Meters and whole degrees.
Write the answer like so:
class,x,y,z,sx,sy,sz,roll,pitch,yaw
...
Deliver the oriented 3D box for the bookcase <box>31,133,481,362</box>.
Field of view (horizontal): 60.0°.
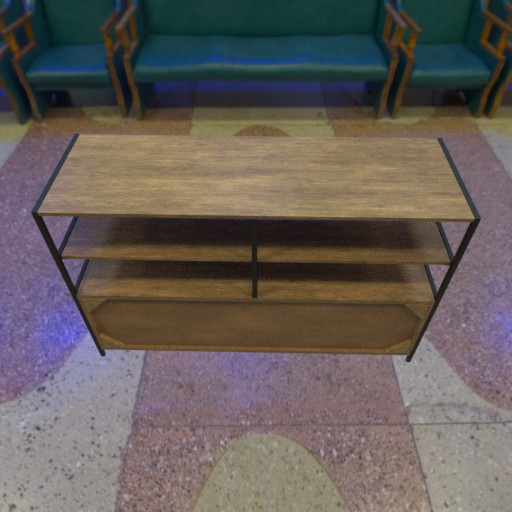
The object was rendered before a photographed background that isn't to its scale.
class,x,y,z,sx,sy,sz,roll,pitch,yaw
bookcase,0.000,0.000,1.520,1.149,0.712,0.391,1,47,1
